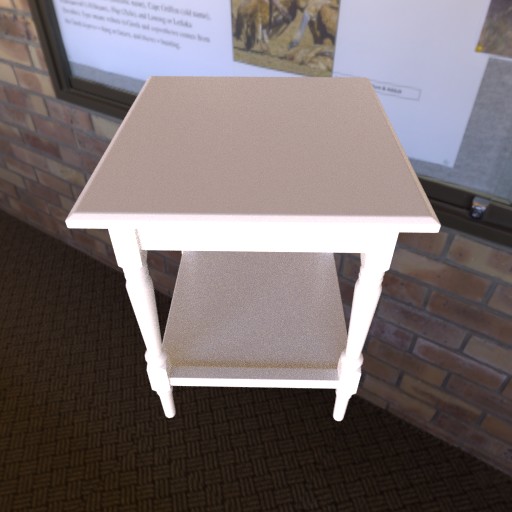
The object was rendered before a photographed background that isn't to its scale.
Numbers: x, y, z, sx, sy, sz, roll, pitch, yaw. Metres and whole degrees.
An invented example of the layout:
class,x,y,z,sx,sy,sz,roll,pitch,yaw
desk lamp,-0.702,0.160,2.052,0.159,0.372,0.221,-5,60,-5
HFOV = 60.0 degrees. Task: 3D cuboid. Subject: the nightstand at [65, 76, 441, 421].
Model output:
class,x,y,z,sx,sy,sz,roll,pitch,yaw
nightstand,0.000,0.000,0.909,0.459,0.555,0.505,1,41,1
